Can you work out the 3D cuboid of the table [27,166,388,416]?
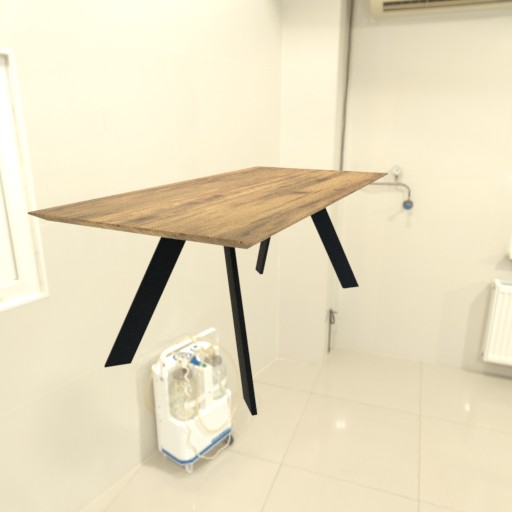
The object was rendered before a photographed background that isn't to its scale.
[{"bbox_3d":[0.000,0.000,2.491,1.000,0.770,2.000,9,19,26],"label":"table"}]
